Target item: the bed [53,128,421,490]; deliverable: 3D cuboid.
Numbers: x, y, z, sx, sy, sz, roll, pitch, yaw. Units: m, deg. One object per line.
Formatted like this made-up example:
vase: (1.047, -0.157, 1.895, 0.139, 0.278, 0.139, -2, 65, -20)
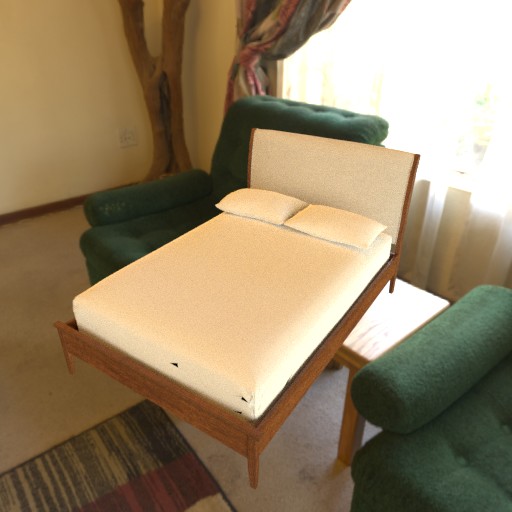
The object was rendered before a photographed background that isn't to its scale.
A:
bed: (0.000, 0.000, 3.282, 1.612, 1.250, 2.380, 18, 34, 29)
